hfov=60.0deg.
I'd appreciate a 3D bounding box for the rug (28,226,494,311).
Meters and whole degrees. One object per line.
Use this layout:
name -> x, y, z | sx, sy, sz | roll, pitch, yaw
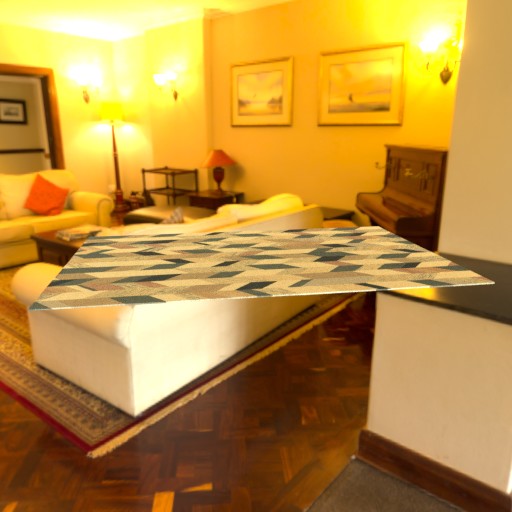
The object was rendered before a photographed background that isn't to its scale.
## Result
rug -> 0.000, 0.000, 2.970 | 2.423, 0.008, 1.513 | -3, 16, -9
